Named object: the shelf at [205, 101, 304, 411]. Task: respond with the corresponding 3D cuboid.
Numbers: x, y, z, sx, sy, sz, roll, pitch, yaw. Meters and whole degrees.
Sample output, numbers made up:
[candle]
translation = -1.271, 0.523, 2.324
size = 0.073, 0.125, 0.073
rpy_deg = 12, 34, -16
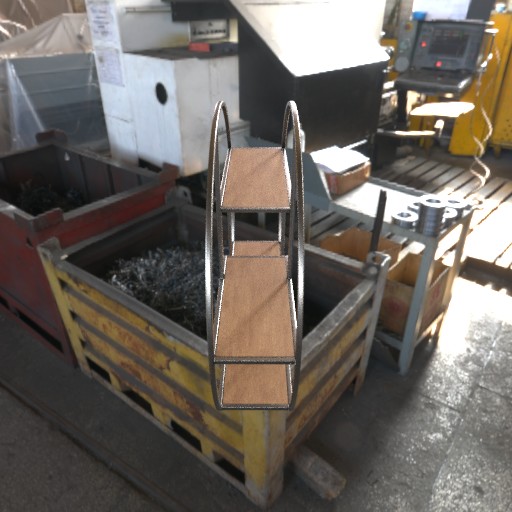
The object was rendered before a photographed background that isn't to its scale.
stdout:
[shelf]
translation = 0.000, 0.000, 1.345
size = 0.202, 0.888, 0.888
rpy_deg = 0, 31, 0
